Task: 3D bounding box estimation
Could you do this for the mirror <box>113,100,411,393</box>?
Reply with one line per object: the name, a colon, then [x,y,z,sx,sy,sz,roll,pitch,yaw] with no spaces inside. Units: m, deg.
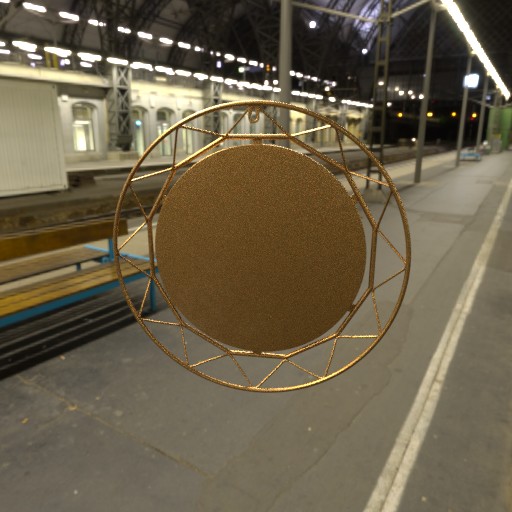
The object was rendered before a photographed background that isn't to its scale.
mirror: [0.000,0.000,0.687,0.454,0.454,0.043,3,16,9]
